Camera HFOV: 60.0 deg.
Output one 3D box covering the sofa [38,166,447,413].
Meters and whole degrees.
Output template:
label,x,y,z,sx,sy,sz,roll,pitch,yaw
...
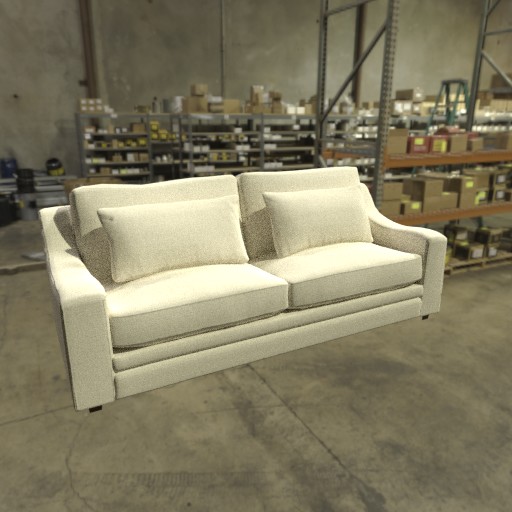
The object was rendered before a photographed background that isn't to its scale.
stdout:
label,x,y,z,sx,sy,sz,roll,pitch,yaw
sofa,0.000,0.000,2.907,2.470,1.022,1.009,-9,20,-26
